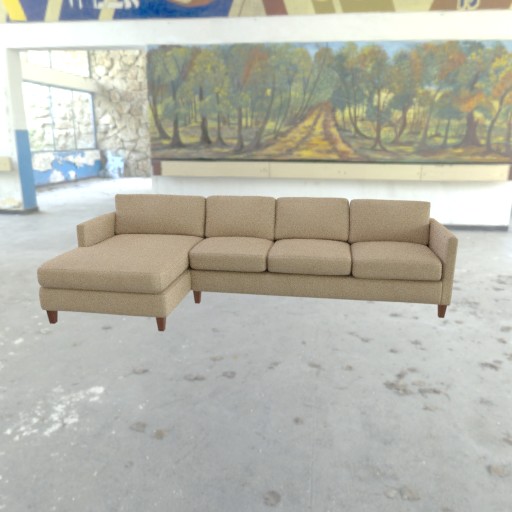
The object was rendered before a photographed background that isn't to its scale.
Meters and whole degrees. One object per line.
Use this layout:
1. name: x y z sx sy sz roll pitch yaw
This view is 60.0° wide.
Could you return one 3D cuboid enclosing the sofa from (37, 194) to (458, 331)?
1. sofa: 0.000 0.000 3.782 3.201 0.876 1.502 2 15 9
